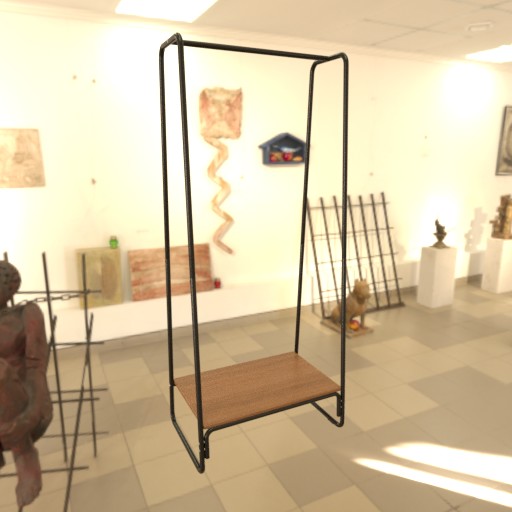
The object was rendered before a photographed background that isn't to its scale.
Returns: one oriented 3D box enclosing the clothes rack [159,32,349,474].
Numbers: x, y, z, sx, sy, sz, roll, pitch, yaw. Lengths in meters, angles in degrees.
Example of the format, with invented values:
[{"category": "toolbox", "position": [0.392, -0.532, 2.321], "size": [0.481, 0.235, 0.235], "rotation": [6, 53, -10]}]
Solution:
[{"category": "clothes rack", "position": [0.000, 0.000, 1.728], "size": [0.640, 1.500, 0.400], "rotation": [-7, 15, -26]}]
